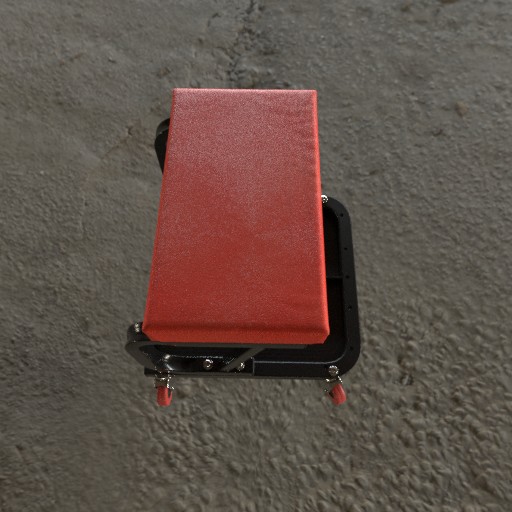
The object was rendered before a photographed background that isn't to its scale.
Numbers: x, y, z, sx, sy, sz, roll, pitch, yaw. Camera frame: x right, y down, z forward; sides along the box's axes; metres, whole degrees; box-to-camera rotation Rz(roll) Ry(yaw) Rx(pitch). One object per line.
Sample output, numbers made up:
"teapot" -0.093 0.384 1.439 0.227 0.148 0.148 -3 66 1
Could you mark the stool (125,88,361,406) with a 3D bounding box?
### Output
"stool" 0.000 0.000 0.741 0.371 0.380 0.446 1 65 0
